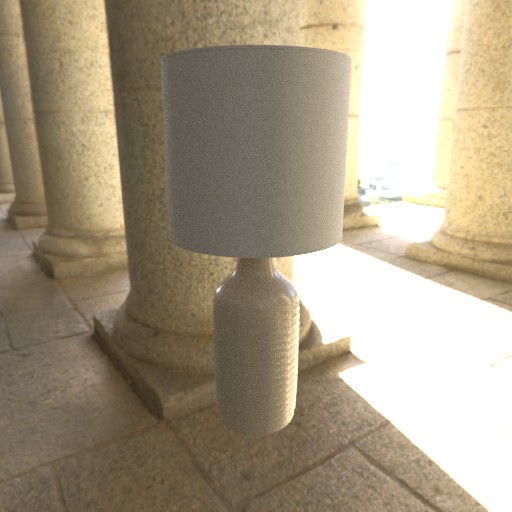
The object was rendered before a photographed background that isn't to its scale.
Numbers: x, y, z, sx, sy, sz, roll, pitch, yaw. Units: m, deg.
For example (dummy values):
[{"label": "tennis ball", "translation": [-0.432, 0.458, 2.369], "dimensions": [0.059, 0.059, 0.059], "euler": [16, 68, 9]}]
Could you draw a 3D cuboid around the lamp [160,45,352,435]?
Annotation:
[{"label": "lamp", "translation": [0.000, 0.000, 0.587], "dimensions": [0.220, 0.475, 0.220], "euler": [8, 18, 26]}]
